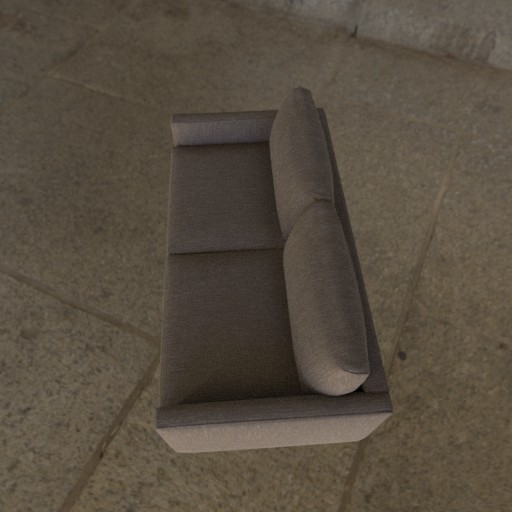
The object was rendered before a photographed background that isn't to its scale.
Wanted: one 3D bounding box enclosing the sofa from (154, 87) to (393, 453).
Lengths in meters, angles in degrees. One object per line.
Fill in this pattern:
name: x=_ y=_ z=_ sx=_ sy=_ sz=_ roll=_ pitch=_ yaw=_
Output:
sofa: x=0.000 y=0.000 z=2.165 sx=0.875 sy=0.840 sz=1.682 roll=-3 pitch=57 yaw=-2
